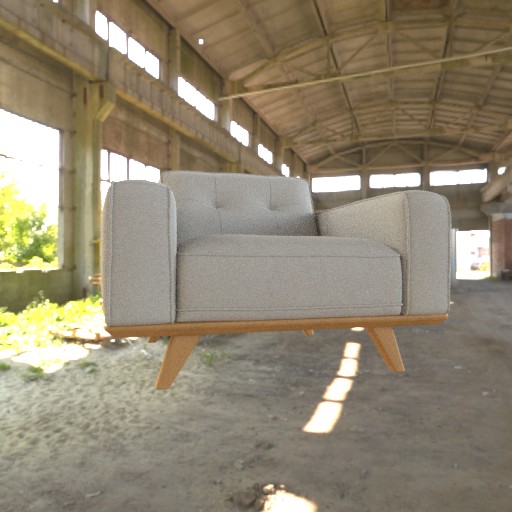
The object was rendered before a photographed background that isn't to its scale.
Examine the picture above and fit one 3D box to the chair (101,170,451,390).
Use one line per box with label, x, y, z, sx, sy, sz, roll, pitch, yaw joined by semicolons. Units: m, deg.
chair;0.000;0.000;1.752;1.115;0.779;0.953;0;-1;-15
